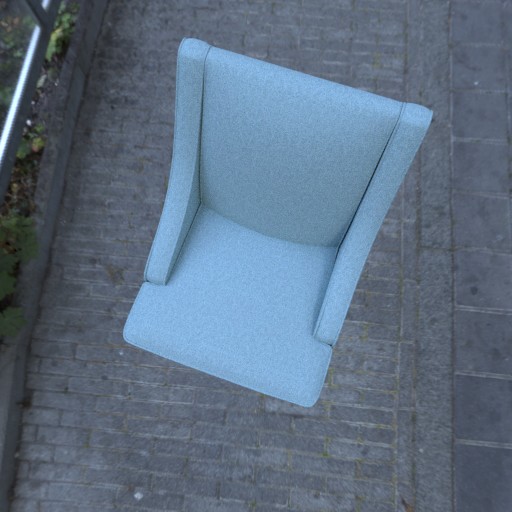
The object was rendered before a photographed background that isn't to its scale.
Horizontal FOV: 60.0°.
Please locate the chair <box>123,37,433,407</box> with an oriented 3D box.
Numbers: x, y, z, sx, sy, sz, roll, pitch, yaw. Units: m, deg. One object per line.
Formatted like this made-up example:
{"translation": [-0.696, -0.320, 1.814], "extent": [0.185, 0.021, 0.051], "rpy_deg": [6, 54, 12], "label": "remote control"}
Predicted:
{"translation": [0.000, 0.000, 1.852], "extent": [0.857, 1.133, 1.025], "rpy_deg": [19, 76, 5], "label": "chair"}
